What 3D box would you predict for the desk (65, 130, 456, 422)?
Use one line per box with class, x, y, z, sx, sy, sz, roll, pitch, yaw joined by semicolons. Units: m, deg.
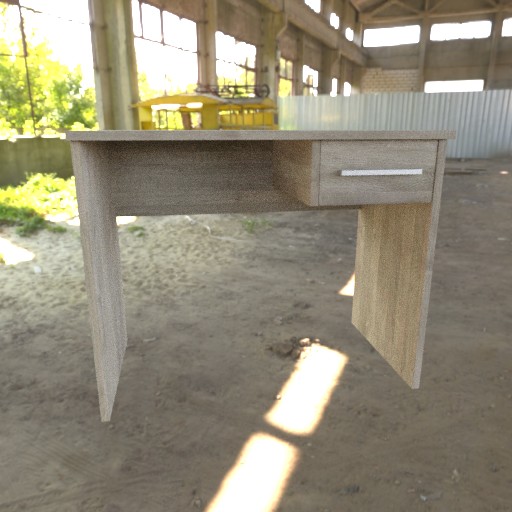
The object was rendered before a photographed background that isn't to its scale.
desk;0.000;0.000;1.328;0.893;0.724;0.498;-3;16;-10
